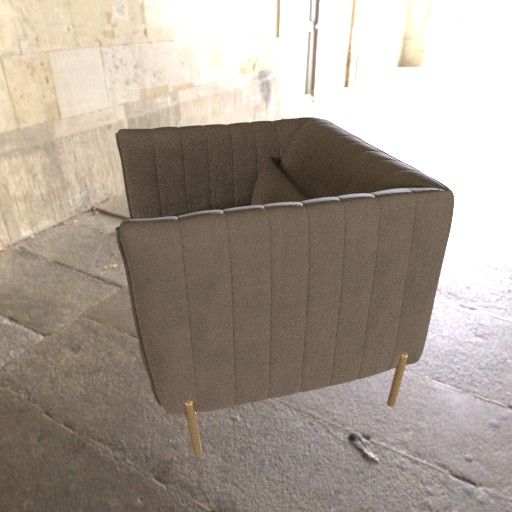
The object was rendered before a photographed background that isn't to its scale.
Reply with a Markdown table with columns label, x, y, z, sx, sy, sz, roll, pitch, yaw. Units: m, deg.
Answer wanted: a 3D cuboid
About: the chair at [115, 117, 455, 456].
| label | x | y | z | sx | sy | sz | roll | pitch | yaw |
| --- | --- | --- | --- | --- | --- | --- | --- | --- | --- |
| chair | 0.000 | 0.000 | 1.605 | 0.873 | 0.779 | 0.981 | -8 | 30 | -13 |
